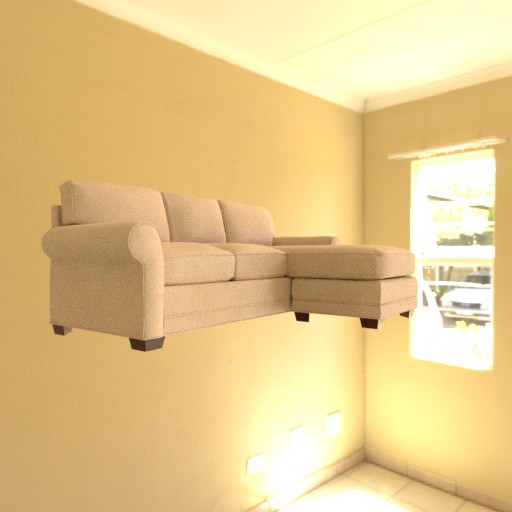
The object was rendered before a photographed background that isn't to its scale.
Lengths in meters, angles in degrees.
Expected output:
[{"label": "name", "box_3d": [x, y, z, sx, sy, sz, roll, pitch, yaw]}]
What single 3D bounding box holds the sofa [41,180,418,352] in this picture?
[{"label": "sofa", "box_3d": [0.000, 0.000, 2.370, 1.226, 0.734, 1.770, 0, 0, 37]}]
